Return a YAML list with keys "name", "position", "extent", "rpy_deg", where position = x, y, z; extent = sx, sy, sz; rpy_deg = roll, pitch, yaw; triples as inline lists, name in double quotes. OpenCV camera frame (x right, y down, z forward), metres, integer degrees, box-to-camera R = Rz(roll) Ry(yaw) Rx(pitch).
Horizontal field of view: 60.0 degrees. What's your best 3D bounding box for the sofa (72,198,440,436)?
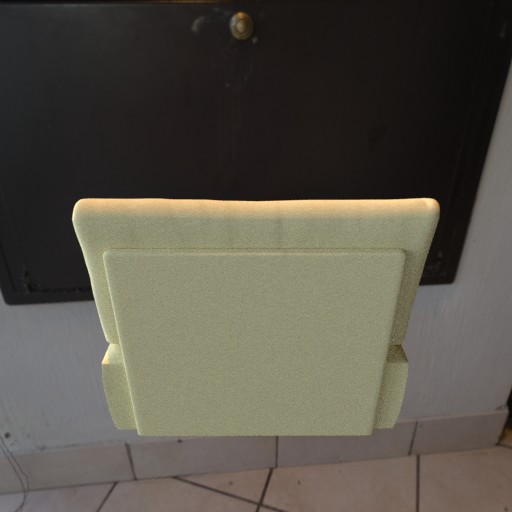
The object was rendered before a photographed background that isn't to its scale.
- name: "sofa"
  position: [0.000, 0.000, 1.667]
  extent: [0.930, 0.820, 1.000]
  rpy_deg: [0, 30, 0]
